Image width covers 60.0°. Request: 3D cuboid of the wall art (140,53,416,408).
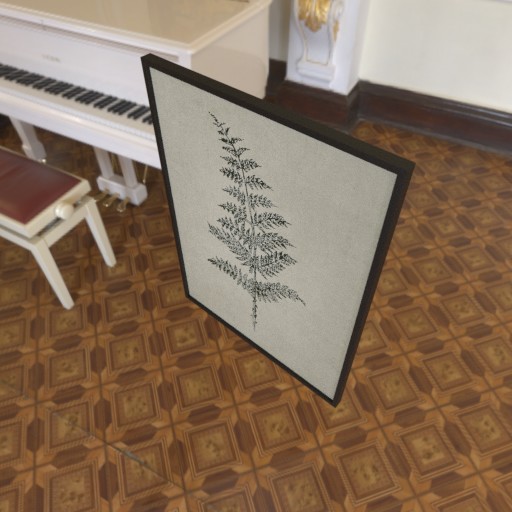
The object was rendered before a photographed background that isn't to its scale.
[{"bbox_3d":[0.000,0.000,1.437,0.802,1.070,0.036,32,55,26],"label":"wall art"}]
